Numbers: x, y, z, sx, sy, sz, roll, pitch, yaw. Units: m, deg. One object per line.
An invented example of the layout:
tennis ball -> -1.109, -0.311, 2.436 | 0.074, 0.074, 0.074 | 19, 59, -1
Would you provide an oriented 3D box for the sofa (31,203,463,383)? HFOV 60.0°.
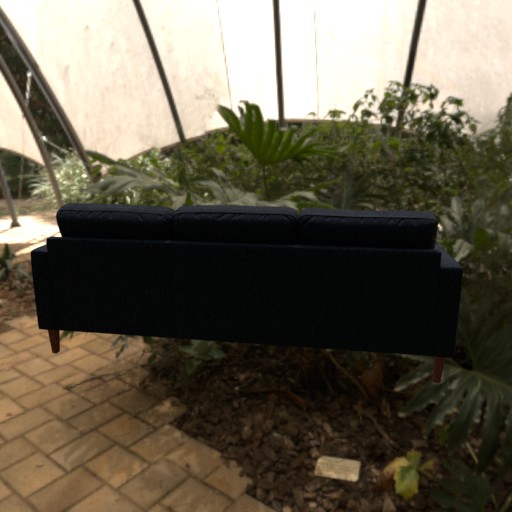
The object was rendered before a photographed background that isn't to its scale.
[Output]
sofa -> 0.000, 0.000, 2.956 | 2.185, 0.841, 1.613 | 2, 14, 9
